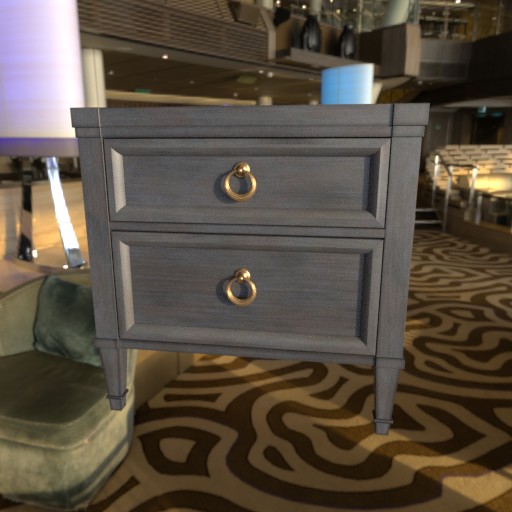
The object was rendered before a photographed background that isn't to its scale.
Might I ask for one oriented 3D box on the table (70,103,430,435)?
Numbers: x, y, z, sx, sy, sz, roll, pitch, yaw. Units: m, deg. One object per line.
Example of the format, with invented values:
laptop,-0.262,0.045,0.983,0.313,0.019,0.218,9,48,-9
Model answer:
table,0.000,0.000,1.074,0.660,0.660,0.413,2,14,8
